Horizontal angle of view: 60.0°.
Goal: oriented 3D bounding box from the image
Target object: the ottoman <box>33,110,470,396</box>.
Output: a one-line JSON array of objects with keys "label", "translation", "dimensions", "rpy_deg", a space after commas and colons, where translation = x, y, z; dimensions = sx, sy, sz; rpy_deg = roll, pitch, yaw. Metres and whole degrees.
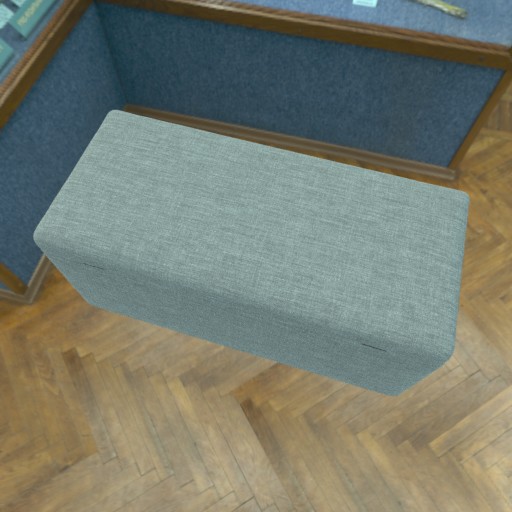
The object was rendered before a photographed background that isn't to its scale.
[{"label": "ottoman", "translation": [0.000, 0.000, 1.127], "dimensions": [0.902, 0.432, 0.419], "rpy_deg": [15, 63, 8]}]
